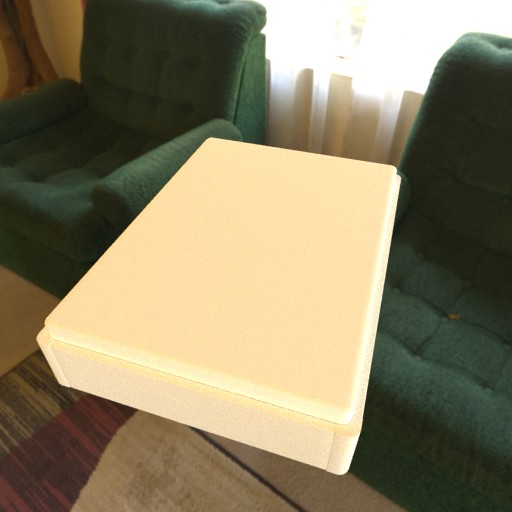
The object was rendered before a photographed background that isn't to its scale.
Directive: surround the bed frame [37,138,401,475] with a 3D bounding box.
[{"bbox_3d":[0.000,0.000,2.491,1.400,0.406,1.900,12,43,14],"label":"bed frame"}]
